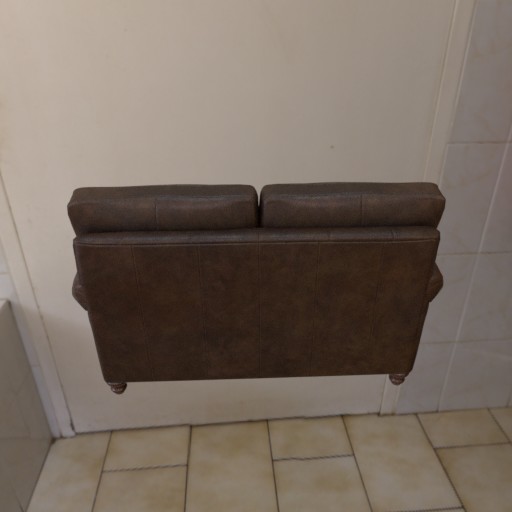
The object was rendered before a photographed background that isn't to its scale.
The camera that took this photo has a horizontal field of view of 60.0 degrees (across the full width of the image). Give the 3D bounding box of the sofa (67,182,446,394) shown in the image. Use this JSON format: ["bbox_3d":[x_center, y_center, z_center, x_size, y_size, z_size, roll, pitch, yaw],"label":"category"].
[{"bbox_3d":[0.000,0.000,2.281,1.616,0.976,0.990,-1,28,-2],"label":"sofa"}]
